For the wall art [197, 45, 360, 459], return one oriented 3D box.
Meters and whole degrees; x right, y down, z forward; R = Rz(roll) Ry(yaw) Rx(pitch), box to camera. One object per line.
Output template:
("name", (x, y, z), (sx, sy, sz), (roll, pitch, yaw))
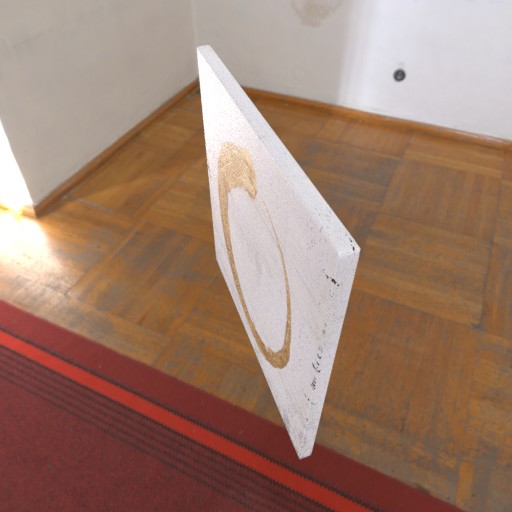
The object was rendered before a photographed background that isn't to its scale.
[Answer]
("wall art", (0.000, 0.000, 1.120), (0.038, 0.762, 0.762), (-15, 48, -14))
